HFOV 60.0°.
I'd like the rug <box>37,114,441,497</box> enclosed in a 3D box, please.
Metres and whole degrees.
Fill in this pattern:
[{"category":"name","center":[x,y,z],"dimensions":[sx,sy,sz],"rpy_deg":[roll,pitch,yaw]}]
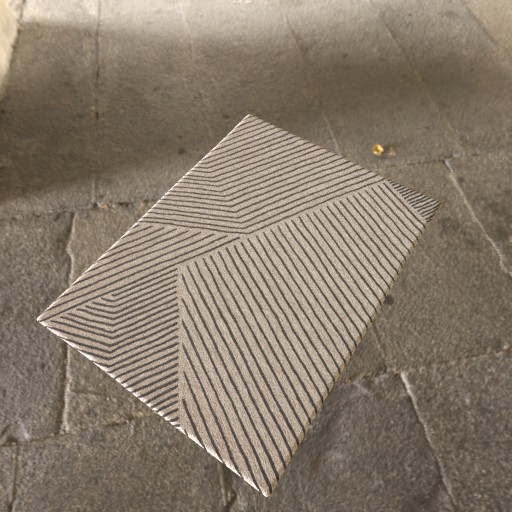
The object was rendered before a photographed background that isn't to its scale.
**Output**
[{"category":"rug","center":[0.000,0.000,3.172],"dimensions":[1.829,0.028,2.449],"rpy_deg":[30,62,18]}]
